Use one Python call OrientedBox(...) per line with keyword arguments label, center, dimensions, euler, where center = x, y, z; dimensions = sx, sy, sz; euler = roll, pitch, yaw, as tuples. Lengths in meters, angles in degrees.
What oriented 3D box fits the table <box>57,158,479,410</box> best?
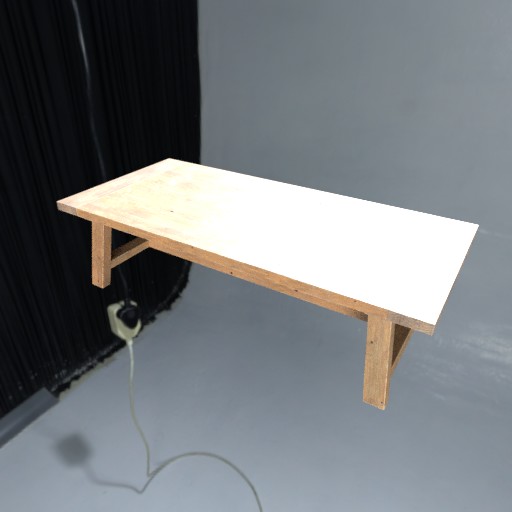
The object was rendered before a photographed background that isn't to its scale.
OrientedBox(label="table", center=(0.000, 0.000, 2.180), dimensions=(1.800, 0.465, 0.820), euler=(17, 34, 27))
